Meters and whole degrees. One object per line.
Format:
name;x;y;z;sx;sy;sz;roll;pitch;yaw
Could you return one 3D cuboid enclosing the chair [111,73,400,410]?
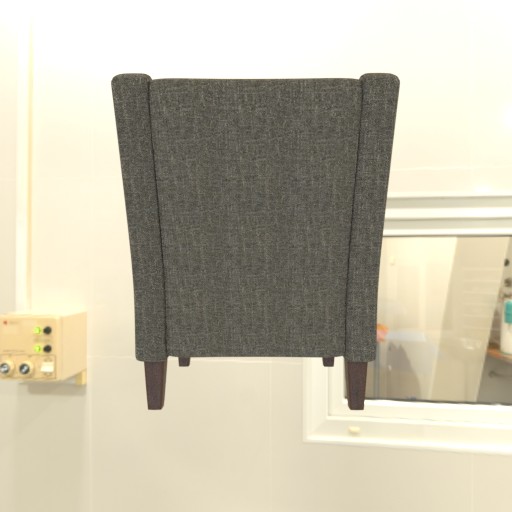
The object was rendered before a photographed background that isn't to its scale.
chair;0.000;0.000;1.653;0.793;1.012;0.944;0;0;0
